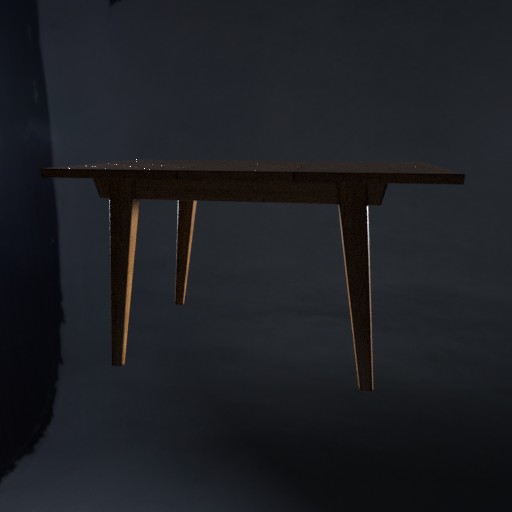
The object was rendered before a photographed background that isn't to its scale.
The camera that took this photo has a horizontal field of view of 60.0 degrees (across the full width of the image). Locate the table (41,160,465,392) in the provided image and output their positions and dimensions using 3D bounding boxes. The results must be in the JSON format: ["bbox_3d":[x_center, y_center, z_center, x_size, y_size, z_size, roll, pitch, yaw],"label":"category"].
[{"bbox_3d":[0.000,0.000,1.888,1.400,0.760,0.757,3,15,11],"label":"table"}]
